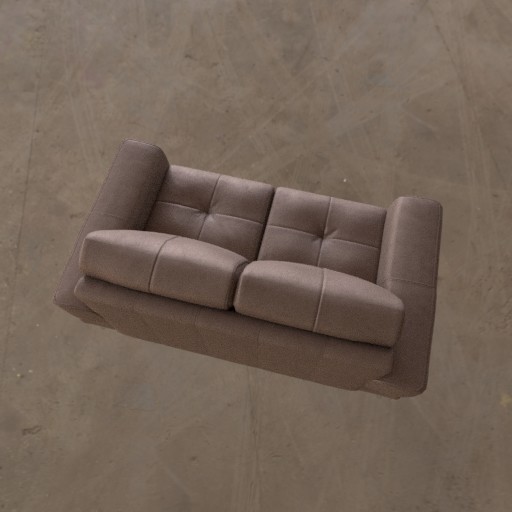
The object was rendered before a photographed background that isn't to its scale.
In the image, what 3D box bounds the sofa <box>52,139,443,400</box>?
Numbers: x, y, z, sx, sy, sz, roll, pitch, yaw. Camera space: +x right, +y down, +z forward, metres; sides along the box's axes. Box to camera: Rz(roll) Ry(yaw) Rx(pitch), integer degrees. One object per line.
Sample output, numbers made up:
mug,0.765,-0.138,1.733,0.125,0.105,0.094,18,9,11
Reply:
sofa,0.000,0.000,2.276,1.806,0.907,1.018,13,66,6
